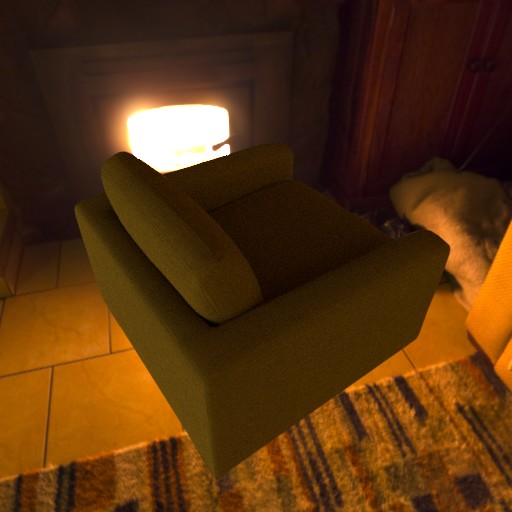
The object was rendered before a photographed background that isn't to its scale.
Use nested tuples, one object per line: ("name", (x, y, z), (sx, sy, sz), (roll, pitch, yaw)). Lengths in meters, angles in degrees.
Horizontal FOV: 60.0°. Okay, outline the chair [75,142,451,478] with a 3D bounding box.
("chair", (0.000, 0.000, 1.844), (1.100, 0.847, 1.070), (-25, 46, -26))
